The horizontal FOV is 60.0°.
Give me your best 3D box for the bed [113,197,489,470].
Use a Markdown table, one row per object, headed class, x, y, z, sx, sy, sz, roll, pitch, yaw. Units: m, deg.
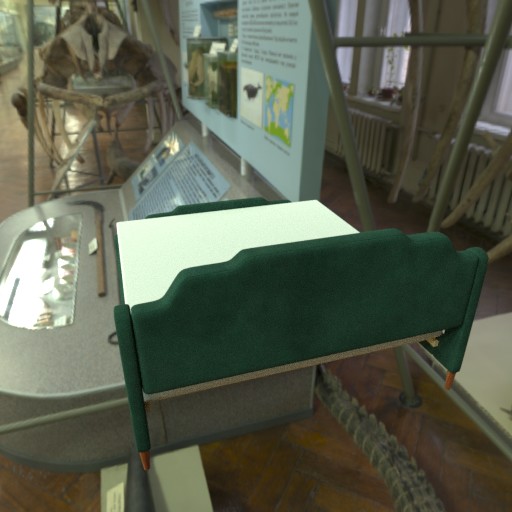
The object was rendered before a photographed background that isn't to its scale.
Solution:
| class | x | y | z | sx | sy | sz | roll | pitch | yaw |
| --- | --- | --- | --- | --- | --- | --- | --- | --- | --- |
| bed | 0.000 | 0.000 | 3.416 | 2.074 | 1.245 | 2.340 | -8 | 28 | -16 |
